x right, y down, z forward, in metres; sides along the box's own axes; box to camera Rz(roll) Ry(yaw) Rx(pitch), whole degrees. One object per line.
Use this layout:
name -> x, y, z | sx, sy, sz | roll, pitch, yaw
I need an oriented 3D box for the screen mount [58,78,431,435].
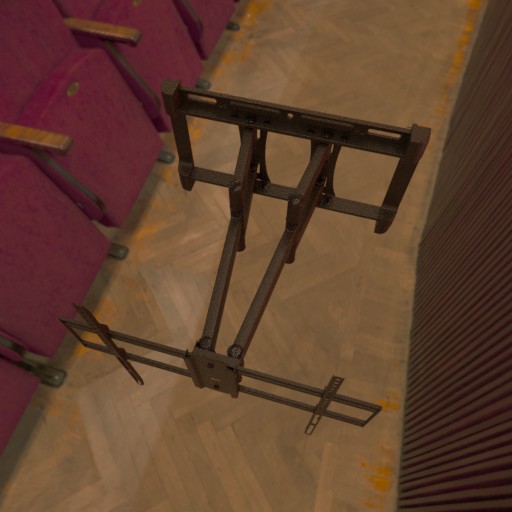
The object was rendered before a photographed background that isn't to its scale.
screen mount -> 0.000, 0.000, 1.079 | 0.661, 0.491, 0.644 | 14, 60, 8
